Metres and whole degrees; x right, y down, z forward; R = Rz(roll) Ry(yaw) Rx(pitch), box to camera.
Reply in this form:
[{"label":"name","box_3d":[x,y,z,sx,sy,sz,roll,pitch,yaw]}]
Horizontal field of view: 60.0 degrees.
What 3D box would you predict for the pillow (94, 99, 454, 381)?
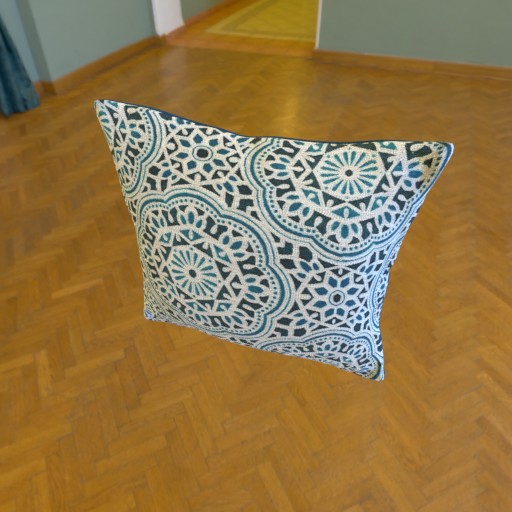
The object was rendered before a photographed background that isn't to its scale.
[{"label":"pillow","box_3d":[0.000,0.000,0.645,0.440,0.420,0.145,12,41,14]}]
